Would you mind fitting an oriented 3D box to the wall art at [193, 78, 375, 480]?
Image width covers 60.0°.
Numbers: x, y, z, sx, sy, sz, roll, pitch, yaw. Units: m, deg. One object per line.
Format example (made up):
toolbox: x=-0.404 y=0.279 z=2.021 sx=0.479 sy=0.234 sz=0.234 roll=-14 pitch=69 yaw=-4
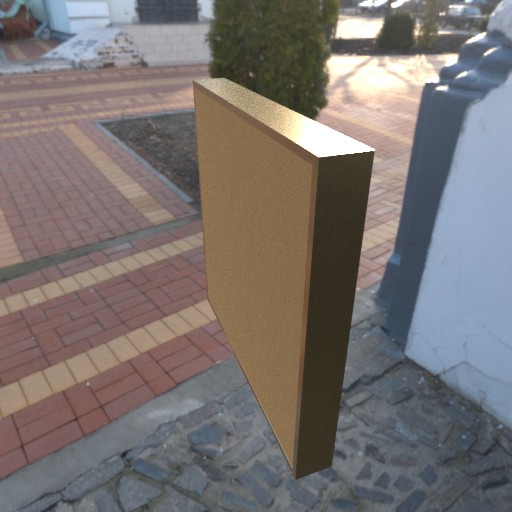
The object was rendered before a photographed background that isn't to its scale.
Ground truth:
wall art: x=0.000 y=0.000 z=0.461 sx=0.038 sy=0.304 sz=0.304 roll=-11 pitch=32 yaw=-18
